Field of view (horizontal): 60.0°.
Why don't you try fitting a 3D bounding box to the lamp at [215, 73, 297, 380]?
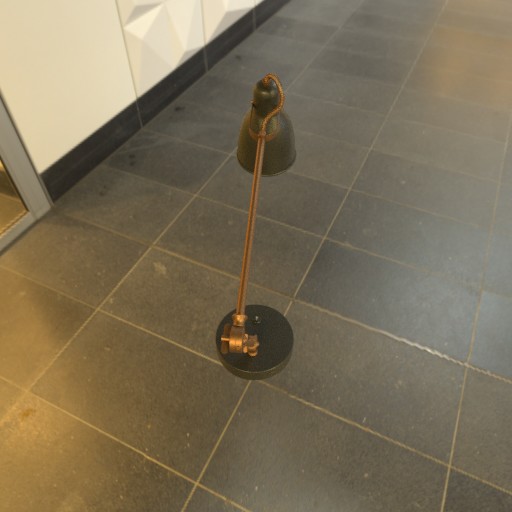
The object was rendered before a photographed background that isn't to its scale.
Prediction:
[{"bbox_3d":[0.000,0.000,0.881,0.187,0.587,0.561,4,49,4],"label":"lamp"}]
